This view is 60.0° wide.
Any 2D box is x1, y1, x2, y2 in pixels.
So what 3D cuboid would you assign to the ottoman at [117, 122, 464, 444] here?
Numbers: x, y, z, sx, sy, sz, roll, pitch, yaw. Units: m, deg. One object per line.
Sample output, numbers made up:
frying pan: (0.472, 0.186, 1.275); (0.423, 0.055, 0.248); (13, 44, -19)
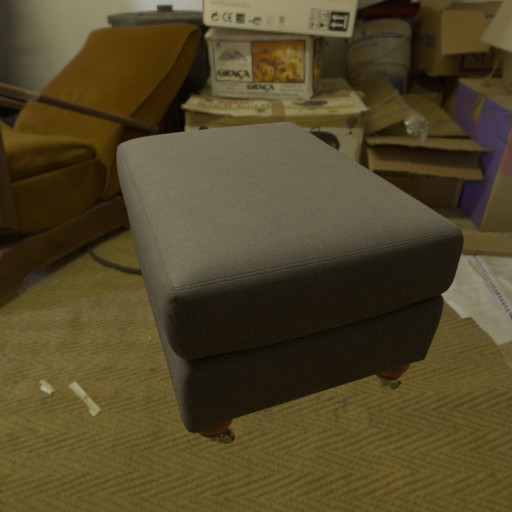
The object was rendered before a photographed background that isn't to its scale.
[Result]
ottoman: (0.000, 0.000, 1.121); (0.574, 0.497, 0.773); (-11, 34, -17)
